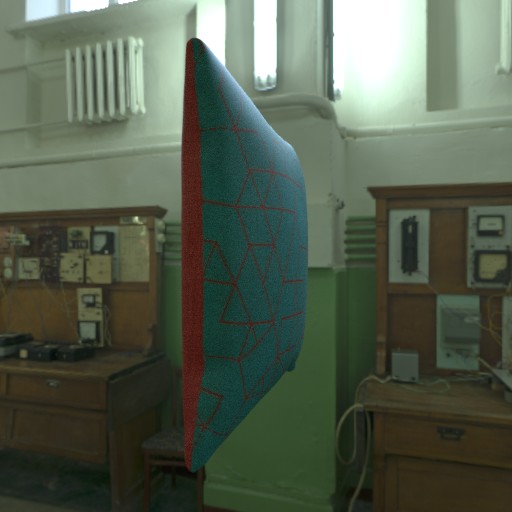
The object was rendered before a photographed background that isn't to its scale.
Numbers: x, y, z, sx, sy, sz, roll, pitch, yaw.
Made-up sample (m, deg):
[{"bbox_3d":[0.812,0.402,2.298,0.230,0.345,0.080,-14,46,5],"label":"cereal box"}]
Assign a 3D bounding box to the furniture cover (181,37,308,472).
[{"bbox_3d":[0.000,0.000,0.760,0.158,0.508,0.517,0,-1,17],"label":"furniture cover"}]
